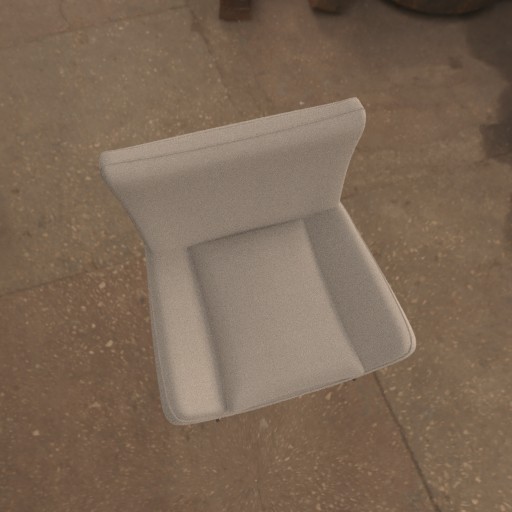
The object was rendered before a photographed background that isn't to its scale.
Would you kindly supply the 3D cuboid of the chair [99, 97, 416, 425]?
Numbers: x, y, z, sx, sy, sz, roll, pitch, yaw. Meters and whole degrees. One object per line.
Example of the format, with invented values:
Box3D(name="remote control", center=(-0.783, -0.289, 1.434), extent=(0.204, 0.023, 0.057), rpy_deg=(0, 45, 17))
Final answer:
Box3D(name="chair", center=(0.000, 0.000, 1.630), extent=(0.859, 0.855, 1.008), rpy_deg=(-14, 64, -7))
